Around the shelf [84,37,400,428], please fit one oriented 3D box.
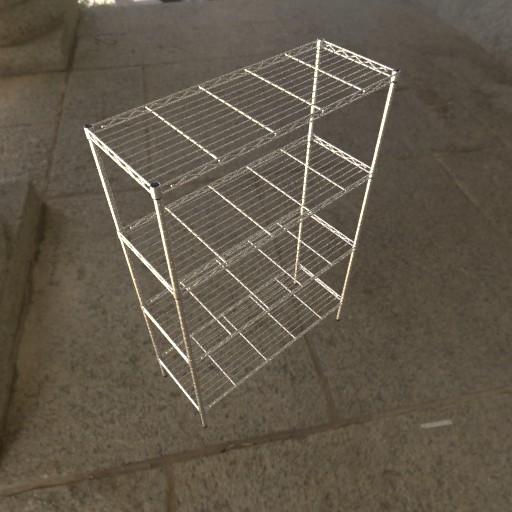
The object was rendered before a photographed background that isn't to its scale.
[{"bbox_3d":[0.000,0.000,1.775,0.907,1.360,0.352,-32,55,-26],"label":"shelf"}]
